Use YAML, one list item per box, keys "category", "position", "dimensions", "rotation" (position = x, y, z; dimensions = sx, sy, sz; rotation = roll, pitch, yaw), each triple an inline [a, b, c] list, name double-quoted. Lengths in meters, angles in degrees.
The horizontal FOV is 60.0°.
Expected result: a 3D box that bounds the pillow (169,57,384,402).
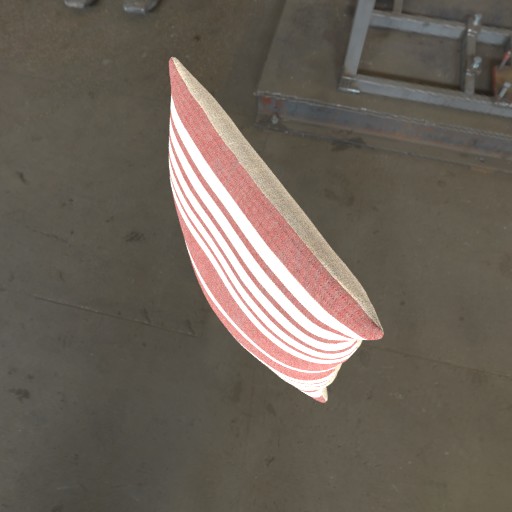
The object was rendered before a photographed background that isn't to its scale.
- category: "pillow"
  position: [0.000, 0.000, 0.673]
  dimensions: [0.182, 0.427, 0.439]
  rotation: [-29, 67, -14]
